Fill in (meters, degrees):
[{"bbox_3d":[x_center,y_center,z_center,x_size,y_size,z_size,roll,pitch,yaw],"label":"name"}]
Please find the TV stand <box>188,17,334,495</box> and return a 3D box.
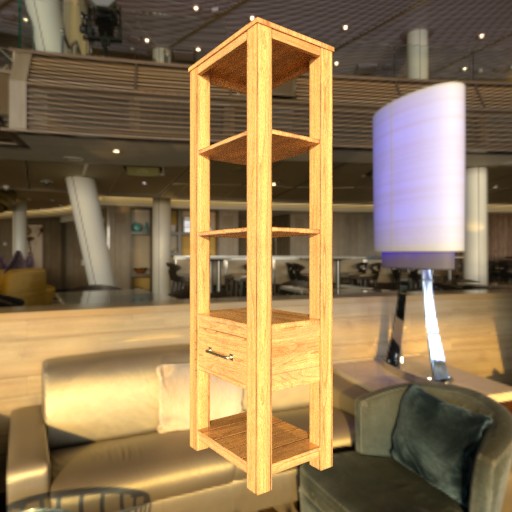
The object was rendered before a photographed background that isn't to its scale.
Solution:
[{"bbox_3d":[0.000,0.000,2.030,0.435,1.828,0.565,0,0,-36],"label":"TV stand"}]
